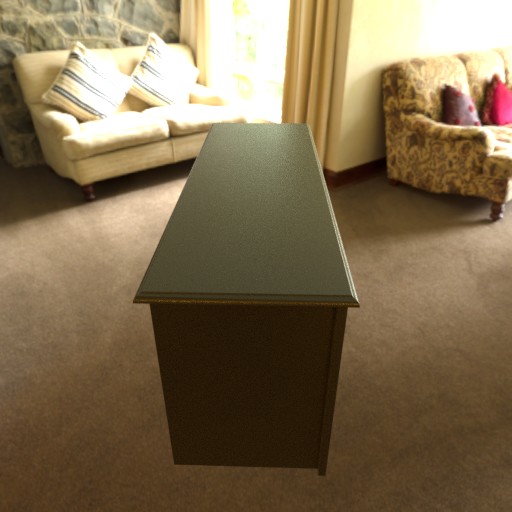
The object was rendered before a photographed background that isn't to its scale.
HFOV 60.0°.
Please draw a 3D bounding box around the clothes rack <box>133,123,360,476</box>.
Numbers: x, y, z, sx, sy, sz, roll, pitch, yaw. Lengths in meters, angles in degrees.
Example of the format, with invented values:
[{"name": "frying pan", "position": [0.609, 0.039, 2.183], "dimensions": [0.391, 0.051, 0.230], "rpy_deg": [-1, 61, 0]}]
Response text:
[{"name": "clothes rack", "position": [0.000, 0.000, 1.449], "dimensions": [0.406, 0.556, 1.219], "rpy_deg": [1, 31, 2]}]
